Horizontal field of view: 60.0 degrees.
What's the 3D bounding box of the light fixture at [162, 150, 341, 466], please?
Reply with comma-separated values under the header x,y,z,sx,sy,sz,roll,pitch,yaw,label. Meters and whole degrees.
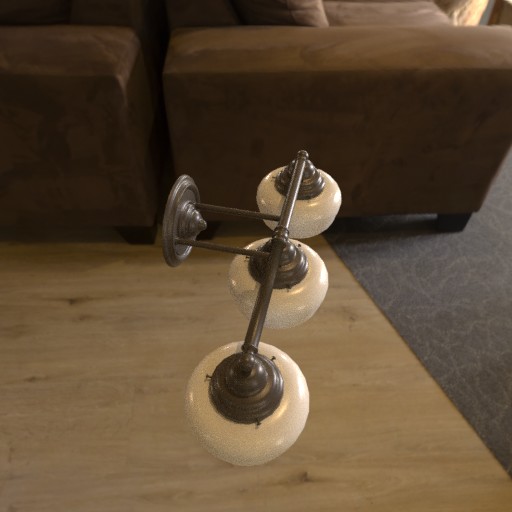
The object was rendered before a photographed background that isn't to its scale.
x,y,z,sx,sy,sz,roll,pitch,yaw,label
0.000,0.000,0.699,0.239,0.242,0.587,10,48,9,light fixture
